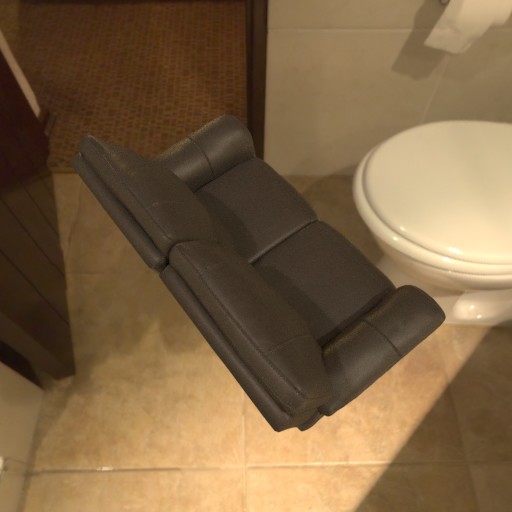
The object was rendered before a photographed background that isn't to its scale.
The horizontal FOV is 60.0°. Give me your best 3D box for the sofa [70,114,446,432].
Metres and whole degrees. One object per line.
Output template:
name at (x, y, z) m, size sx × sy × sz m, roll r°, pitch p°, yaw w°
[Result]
sofa at (0.000, 0.000, 2.396) m, size 1.104 × 1.111 × 1.765 m, roll -34°, pitch 65°, yaw -18°
